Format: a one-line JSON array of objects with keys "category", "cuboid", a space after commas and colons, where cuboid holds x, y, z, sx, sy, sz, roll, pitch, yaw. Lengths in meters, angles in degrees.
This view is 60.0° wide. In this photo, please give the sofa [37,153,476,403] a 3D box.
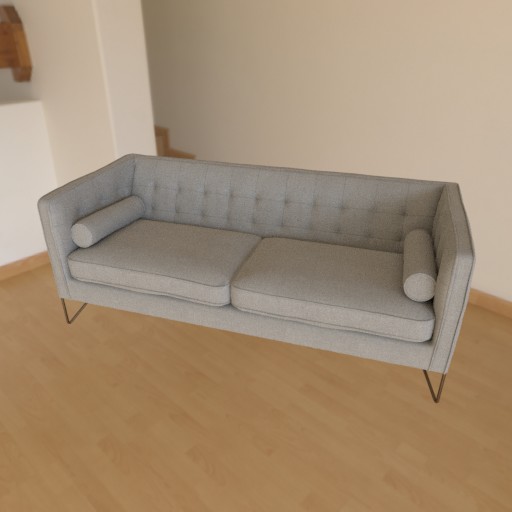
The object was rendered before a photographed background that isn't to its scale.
[{"category": "sofa", "cuboid": [0.000, 0.000, 2.506, 2.079, 0.798, 0.912, 8, 29, 15]}]
